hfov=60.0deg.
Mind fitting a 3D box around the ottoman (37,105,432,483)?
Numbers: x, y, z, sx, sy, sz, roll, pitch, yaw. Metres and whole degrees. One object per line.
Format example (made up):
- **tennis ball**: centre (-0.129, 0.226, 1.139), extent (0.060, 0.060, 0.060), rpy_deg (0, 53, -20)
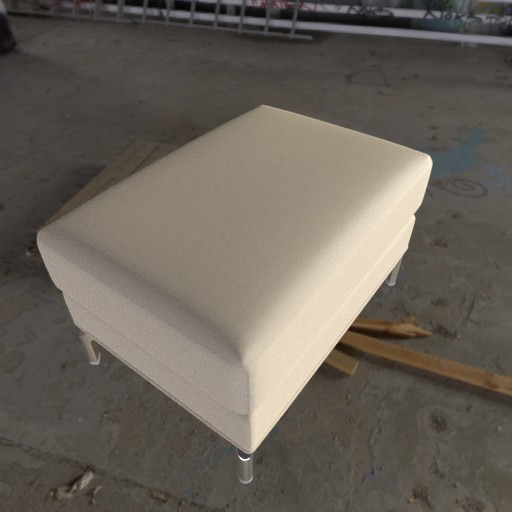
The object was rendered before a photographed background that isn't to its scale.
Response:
- **ottoman**: centre (0.000, 0.000, 1.183), extent (0.581, 0.497, 0.835), rpy_deg (26, 48, 27)
